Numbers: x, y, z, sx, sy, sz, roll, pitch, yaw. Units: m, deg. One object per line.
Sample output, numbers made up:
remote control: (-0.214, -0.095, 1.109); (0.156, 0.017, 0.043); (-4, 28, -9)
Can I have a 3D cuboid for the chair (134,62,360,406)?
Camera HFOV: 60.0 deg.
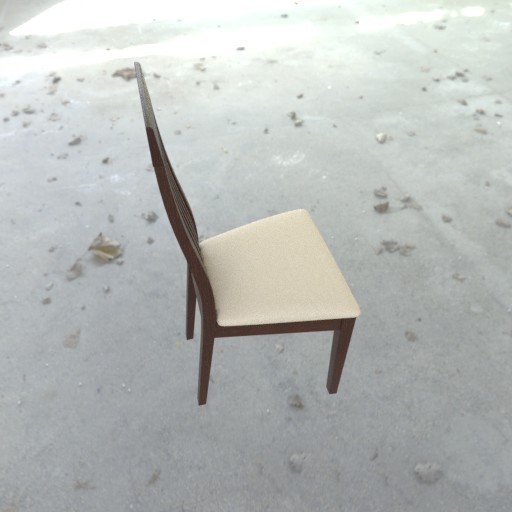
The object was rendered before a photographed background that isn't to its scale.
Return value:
chair: (0.000, 0.000, 1.264); (0.474, 1.027, 0.460); (-11, 46, -10)
